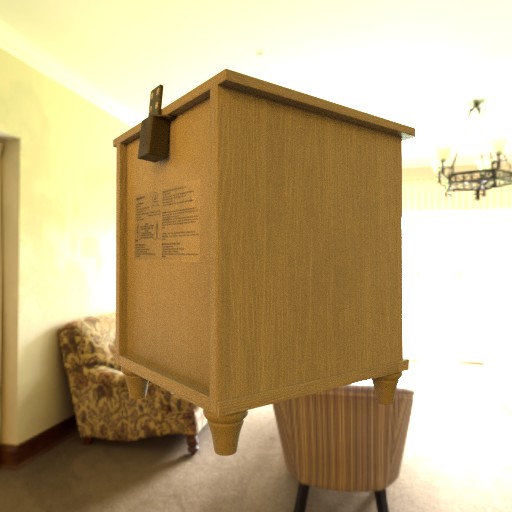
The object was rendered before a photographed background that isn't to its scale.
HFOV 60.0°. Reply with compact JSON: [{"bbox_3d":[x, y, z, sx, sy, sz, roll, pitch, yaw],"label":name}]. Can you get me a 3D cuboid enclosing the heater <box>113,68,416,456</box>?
[{"bbox_3d":[0.000,0.000,0.742,0.400,0.481,0.362,1,-1,-37],"label":"heater"}]
